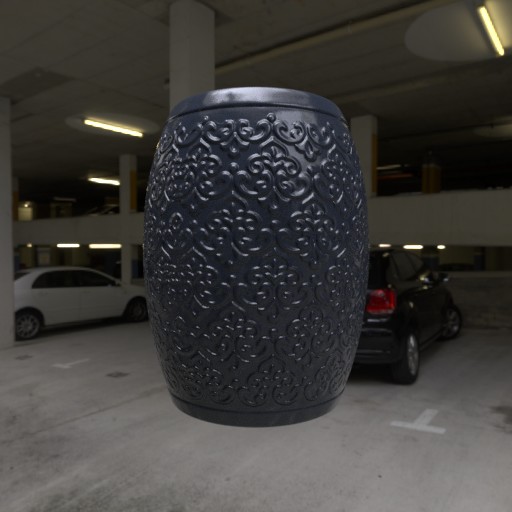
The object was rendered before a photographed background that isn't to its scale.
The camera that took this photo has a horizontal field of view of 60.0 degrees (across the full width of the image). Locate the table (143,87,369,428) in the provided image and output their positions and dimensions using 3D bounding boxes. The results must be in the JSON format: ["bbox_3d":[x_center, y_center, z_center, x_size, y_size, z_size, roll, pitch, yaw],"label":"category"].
[{"bbox_3d":[0.000,0.000,0.625,0.309,0.397,0.309,0,2,0],"label":"table"}]
